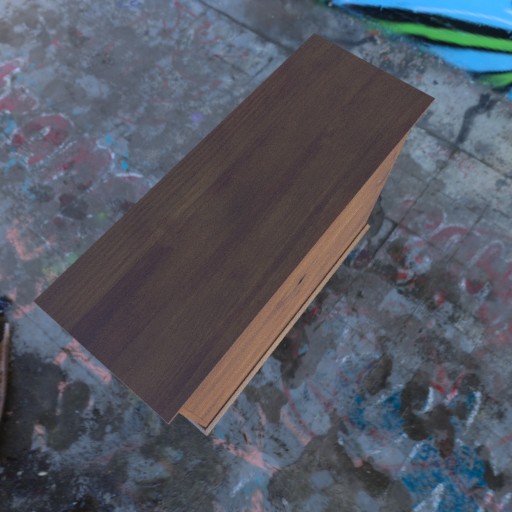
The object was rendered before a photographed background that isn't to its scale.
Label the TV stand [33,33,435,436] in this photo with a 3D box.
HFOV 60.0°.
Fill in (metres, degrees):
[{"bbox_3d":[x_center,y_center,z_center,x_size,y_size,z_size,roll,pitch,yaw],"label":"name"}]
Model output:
[{"bbox_3d":[0.000,0.000,1.465,0.406,0.813,1.067,36,71,15],"label":"TV stand"}]
